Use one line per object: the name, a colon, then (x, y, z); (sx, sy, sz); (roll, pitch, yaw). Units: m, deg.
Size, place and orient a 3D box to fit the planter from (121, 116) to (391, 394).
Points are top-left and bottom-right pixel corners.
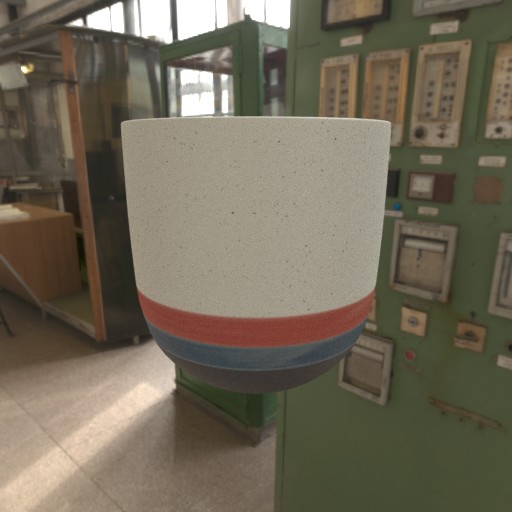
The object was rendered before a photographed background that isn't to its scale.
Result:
planter: (0.000, 0.000, 0.374); (0.204, 0.214, 0.204); (0, 14, 0)
